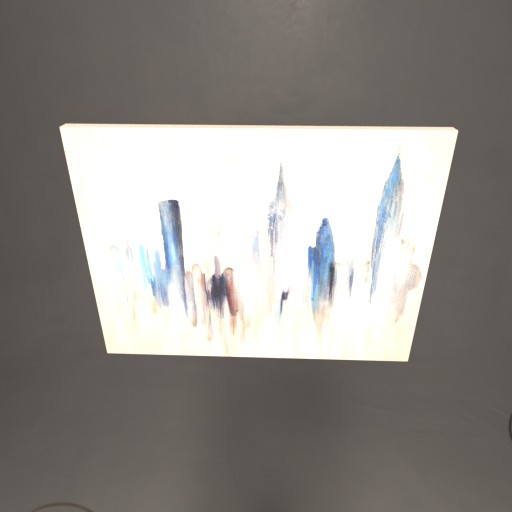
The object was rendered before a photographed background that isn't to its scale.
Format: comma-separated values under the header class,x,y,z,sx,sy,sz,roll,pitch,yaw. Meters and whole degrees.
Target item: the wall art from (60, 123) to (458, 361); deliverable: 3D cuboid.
class,x,y,z,sx,sy,sz,roll,pitch,yaw
wall art,0.000,0.000,1.330,1.016,0.762,0.038,1,29,2
